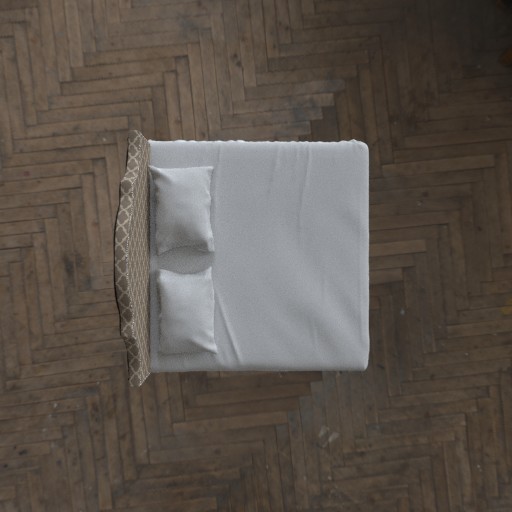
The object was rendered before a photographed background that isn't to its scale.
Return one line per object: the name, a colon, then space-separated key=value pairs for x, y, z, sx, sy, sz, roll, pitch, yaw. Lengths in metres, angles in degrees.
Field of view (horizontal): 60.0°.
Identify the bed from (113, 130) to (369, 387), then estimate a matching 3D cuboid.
bed: x=0.000 y=0.000 z=3.827 sx=2.222 sy=1.601 sz=2.314 roll=0 pitch=91 yaw=-1
